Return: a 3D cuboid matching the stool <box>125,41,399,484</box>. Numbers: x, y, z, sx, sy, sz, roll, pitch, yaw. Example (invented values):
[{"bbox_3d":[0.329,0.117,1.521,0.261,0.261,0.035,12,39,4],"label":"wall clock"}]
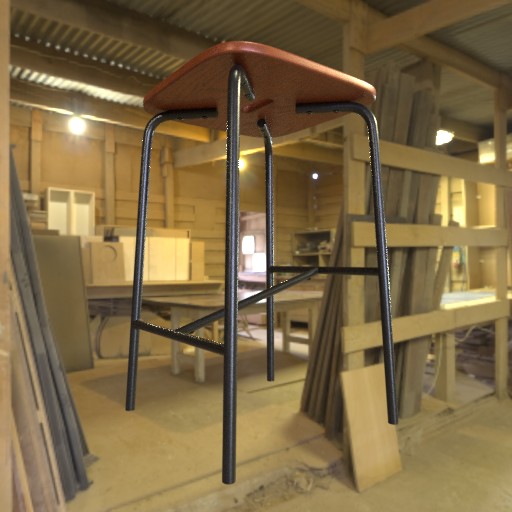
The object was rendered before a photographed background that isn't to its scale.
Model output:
[{"bbox_3d":[0.000,0.000,0.848,0.376,0.610,0.376,0,-1,-37],"label":"stool"}]
